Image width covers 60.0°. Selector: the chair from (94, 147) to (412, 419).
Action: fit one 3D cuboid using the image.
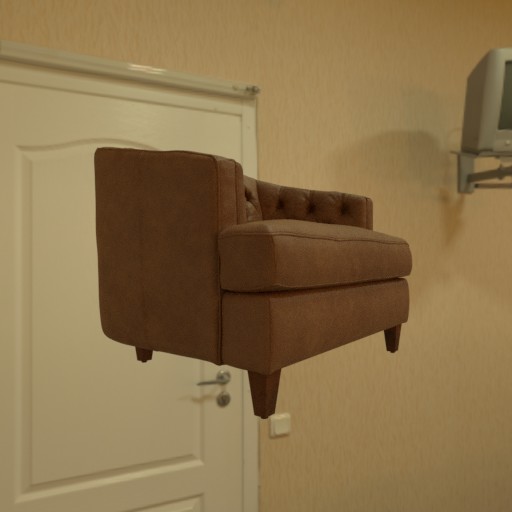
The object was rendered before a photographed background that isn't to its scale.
[{"bbox_3d":[0.000,0.000,1.752,0.911,0.836,1.119,0,0,36],"label":"chair"}]
